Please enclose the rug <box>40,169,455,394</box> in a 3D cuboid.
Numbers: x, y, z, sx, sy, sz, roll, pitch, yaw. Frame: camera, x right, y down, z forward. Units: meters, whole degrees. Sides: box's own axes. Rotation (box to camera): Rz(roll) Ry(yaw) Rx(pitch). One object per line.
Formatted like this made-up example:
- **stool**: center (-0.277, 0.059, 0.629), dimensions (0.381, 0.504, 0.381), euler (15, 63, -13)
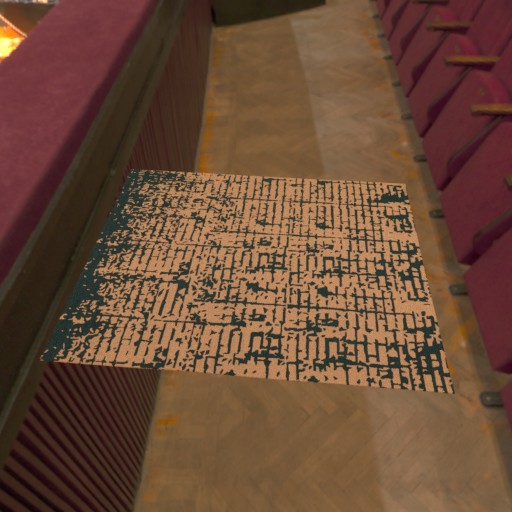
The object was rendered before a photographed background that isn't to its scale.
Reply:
- **rug**: center (0.000, 0.000, 4.031), dimensions (3.017, 0.014, 2.416), euler (4, 46, 3)
